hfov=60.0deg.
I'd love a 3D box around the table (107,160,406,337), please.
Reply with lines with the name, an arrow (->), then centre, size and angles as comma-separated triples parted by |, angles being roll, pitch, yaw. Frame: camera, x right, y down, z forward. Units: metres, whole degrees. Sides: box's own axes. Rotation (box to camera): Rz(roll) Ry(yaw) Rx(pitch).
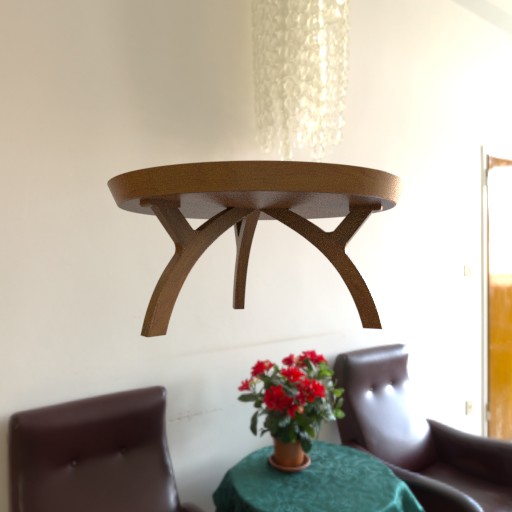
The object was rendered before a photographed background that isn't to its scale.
table -> 0.000, 0.000, 1.582 | 1.016, 0.470, 1.016 | 0, 0, 0
